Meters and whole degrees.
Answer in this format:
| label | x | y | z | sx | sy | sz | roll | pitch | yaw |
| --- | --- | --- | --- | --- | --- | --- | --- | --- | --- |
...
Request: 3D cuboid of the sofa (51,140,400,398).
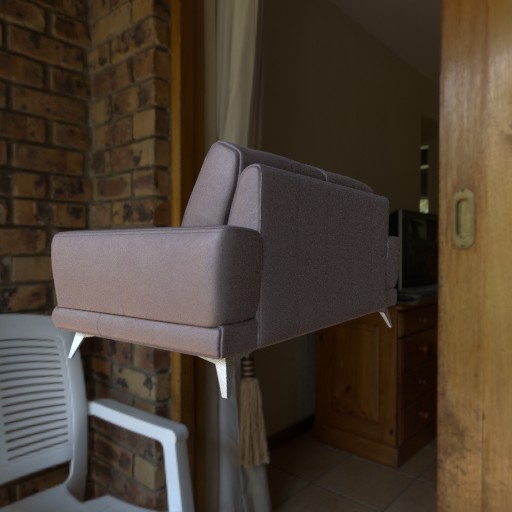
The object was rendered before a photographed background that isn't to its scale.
| label | x | y | z | sx | sy | sz | roll | pitch | yaw |
| --- | --- | --- | --- | --- | --- | --- | --- | --- | --- |
| sofa | 0.000 | 0.000 | 2.390 | 1.018 | 0.907 | 1.806 | 1 | 1 | 36 |
